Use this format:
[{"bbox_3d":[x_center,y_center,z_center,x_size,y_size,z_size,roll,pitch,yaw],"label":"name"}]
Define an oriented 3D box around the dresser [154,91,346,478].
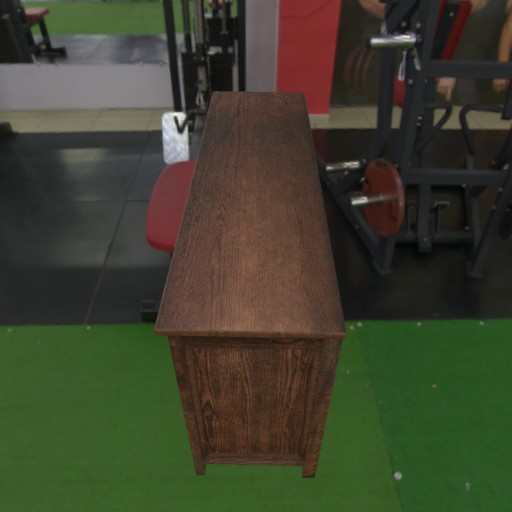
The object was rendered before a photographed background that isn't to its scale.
[{"bbox_3d":[0.000,0.000,1.924,0.463,0.856,1.551,1,41,1],"label":"dresser"}]
